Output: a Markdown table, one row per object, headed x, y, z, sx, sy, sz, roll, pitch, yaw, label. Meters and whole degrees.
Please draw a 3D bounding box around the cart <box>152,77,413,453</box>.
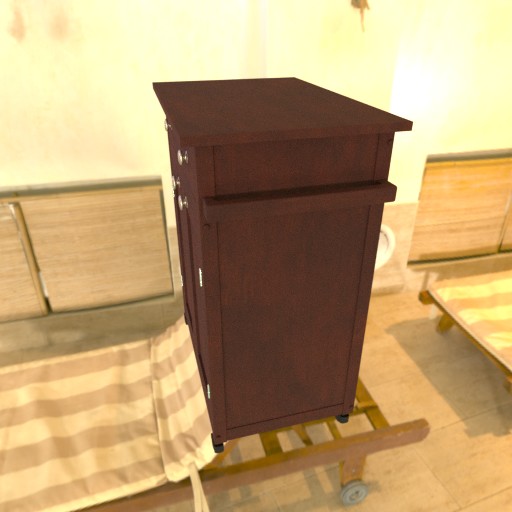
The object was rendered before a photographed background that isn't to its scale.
| x | y | z | sx | sy | sz | roll | pitch | yaw | label |
| --- | --- | --- | --- | --- | --- | --- | --- | --- | --- |
| 0.000 | 0.000 | 1.271 | 0.442 | 0.864 | 0.683 | -8 | 30 | -13 | cart |
